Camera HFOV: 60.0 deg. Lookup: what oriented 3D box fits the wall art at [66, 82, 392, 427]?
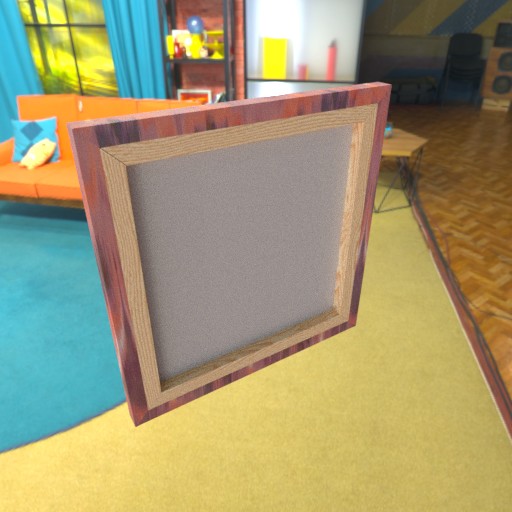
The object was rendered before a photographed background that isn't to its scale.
[{"bbox_3d":[0.000,0.000,0.899,0.603,0.609,0.037,-18,35,-27],"label":"wall art"}]
